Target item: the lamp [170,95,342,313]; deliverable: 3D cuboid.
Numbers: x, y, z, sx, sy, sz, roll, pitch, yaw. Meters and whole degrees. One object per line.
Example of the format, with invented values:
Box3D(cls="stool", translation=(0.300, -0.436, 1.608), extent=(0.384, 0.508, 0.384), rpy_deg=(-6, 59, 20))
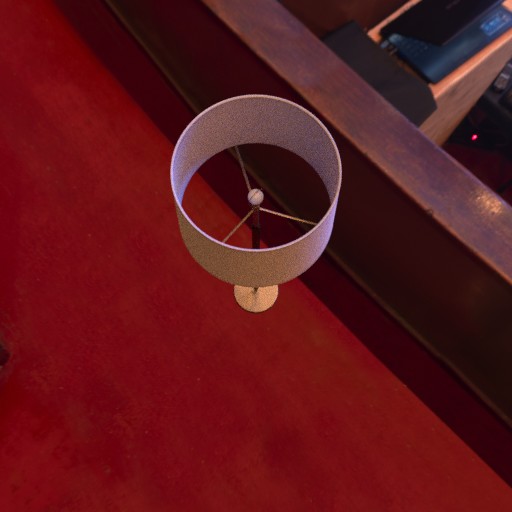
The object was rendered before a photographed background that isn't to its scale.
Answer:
Box3D(cls="lamp", translation=(0.000, 0.000, 1.654), extent=(0.420, 1.447, 0.420), rpy_deg=(0, 75, 0))
